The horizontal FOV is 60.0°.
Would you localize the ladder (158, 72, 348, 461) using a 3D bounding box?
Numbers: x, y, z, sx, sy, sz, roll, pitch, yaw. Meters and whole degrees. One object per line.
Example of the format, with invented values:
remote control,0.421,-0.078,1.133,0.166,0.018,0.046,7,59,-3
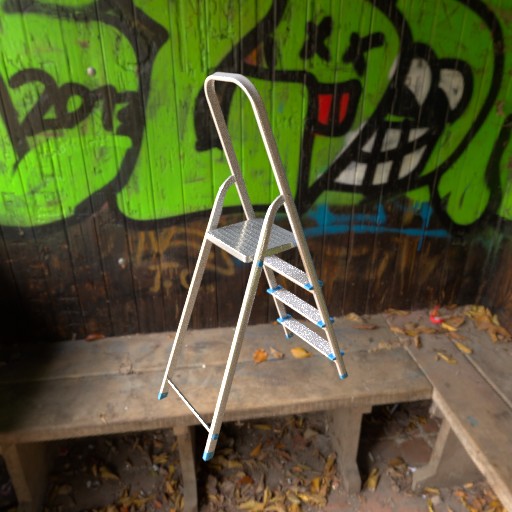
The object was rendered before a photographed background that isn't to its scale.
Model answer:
ladder,0.000,0.000,1.863,0.842,1.434,0.445,-18,32,-32
